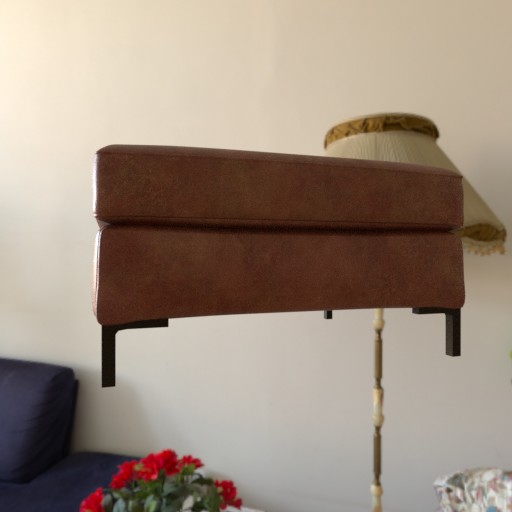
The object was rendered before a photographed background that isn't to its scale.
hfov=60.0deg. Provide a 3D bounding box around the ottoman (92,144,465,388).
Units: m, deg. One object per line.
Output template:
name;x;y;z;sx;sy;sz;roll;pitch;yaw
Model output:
ottoman;0.000;0.000;1.745;1.186;0.667;0.965;0;0;-18
